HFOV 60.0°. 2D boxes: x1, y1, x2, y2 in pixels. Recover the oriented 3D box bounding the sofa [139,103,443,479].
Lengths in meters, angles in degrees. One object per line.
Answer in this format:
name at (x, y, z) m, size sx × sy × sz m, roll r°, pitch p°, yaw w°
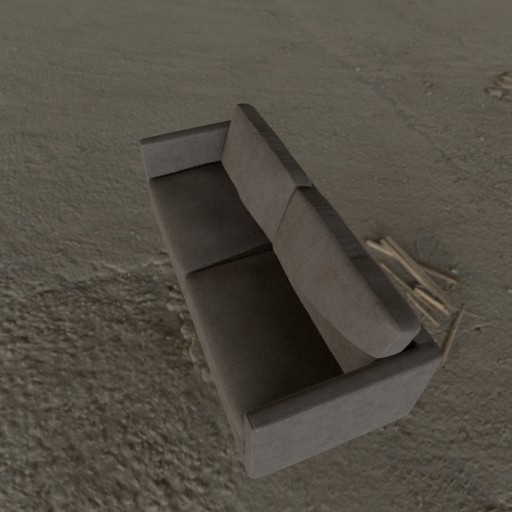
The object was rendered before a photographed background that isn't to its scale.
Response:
sofa at (0.000, 0.000, 2.711) m, size 0.951 × 0.965 × 2.208 m, roll -16°, pitch 50°, yaw -14°
